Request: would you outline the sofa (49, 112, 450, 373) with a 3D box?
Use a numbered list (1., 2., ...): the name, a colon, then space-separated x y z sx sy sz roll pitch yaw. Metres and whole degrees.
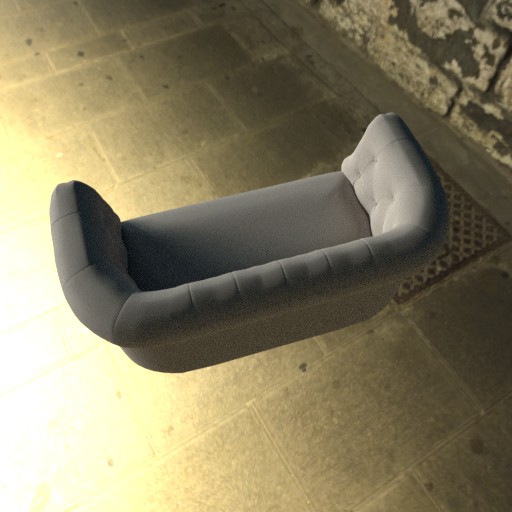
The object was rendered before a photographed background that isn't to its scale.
1. sofa: 0.000 0.000 2.025 1.558 0.827 0.835 -14 60 -8
